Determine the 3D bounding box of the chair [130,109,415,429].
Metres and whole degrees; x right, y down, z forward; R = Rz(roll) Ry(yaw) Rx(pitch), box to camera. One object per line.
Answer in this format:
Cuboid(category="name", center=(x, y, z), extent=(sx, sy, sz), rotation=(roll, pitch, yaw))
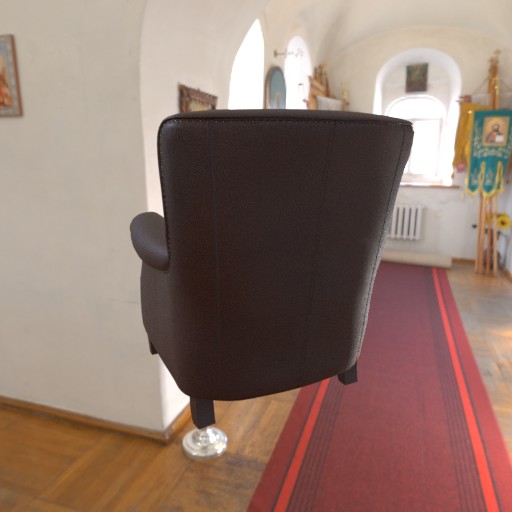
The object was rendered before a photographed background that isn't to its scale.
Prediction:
Cuboid(category="chair", center=(0.000, 0.000, 1.347), extent=(0.700, 0.800, 0.746), rotation=(-7, 15, -26))
